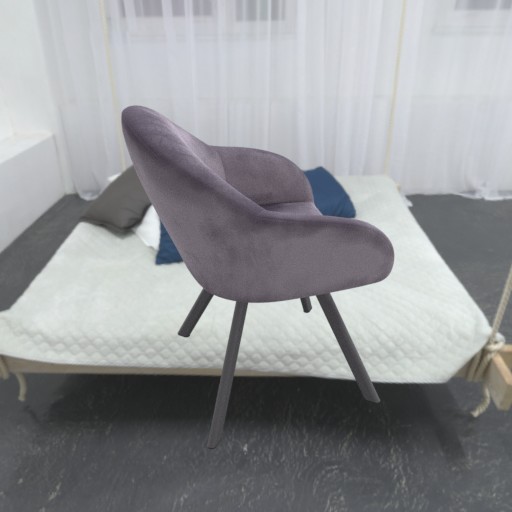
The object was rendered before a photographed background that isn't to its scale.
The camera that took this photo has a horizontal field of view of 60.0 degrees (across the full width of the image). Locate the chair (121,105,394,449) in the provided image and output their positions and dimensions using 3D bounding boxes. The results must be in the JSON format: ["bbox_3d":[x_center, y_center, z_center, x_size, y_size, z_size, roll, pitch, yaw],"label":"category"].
[{"bbox_3d":[0.000,0.000,1.185,0.590,0.795,0.550,-9,31,-16],"label":"chair"}]
